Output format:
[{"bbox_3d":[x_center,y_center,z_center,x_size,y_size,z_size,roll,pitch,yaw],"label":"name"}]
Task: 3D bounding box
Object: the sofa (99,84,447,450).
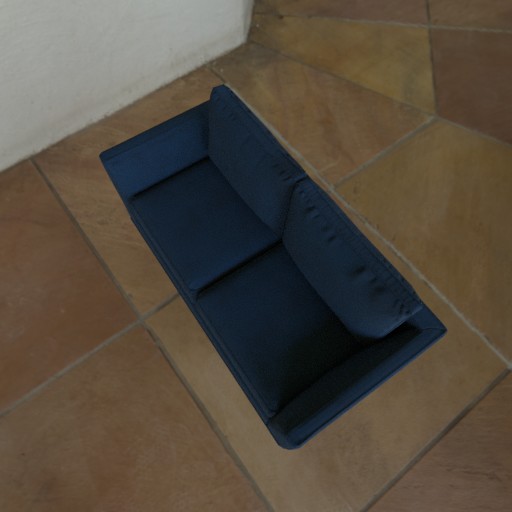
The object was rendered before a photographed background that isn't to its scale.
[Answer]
[{"bbox_3d":[0.000,0.000,2.369,0.853,1.002,1.770,-32,68,-15],"label":"sofa"}]
